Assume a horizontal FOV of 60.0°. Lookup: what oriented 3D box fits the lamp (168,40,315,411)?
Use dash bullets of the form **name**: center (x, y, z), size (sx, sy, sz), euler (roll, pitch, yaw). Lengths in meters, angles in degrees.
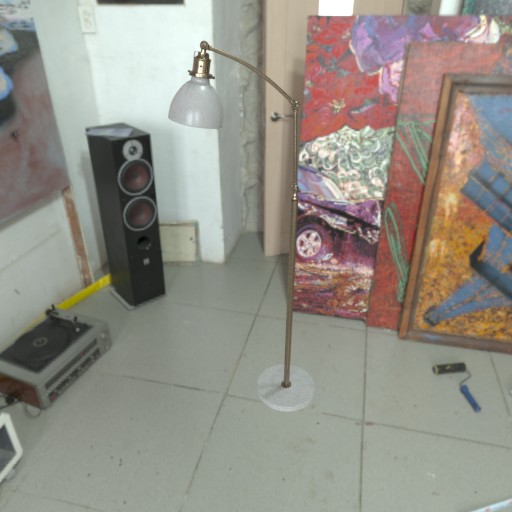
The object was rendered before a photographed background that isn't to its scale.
- **lamp**: center (0.000, 0.000, 1.805), size (0.599, 1.586, 0.288), euler (-8, 30, -14)
